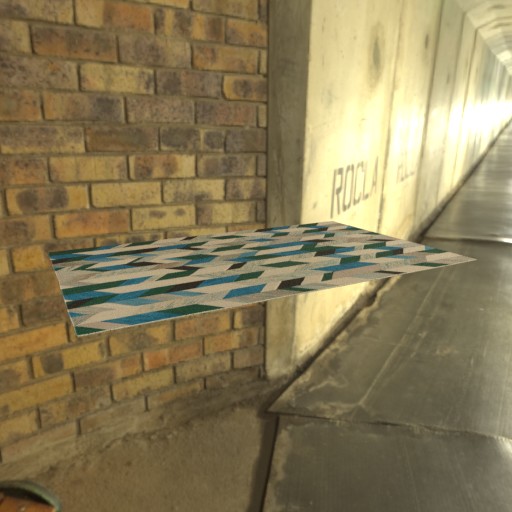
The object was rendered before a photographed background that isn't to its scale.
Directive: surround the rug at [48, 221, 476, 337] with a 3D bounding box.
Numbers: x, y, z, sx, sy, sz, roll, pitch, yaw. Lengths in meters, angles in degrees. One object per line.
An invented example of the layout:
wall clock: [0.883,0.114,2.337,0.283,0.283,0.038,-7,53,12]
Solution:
rug: [0.000,0.000,2.948,2.433,0.007,1.507,-8,17,-27]
